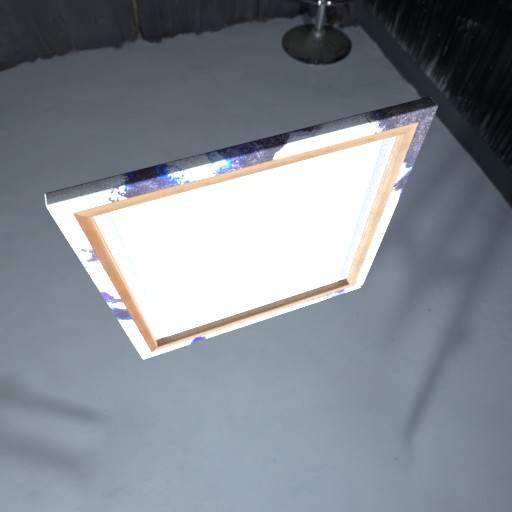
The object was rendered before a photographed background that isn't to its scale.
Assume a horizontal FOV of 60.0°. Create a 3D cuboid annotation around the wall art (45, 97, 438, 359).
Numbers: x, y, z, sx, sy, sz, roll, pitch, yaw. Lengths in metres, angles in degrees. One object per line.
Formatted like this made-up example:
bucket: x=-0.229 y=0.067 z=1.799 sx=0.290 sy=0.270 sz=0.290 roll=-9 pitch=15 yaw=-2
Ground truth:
wall art: x=0.000 y=0.000 z=1.330 sx=0.887 sy=0.885 sz=0.038 roll=-17 pitch=59 yaw=-10
